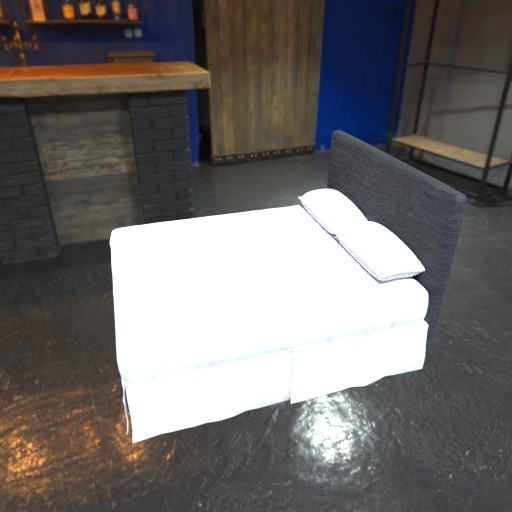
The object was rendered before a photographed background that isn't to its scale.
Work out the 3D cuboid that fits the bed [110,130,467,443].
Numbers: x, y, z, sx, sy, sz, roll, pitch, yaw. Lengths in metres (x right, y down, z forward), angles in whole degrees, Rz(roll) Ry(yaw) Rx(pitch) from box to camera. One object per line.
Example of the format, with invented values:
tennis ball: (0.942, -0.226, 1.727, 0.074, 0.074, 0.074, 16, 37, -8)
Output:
bed: (0.000, 0.000, 3.279, 2.142, 1.330, 1.723, -9, 31, -15)
